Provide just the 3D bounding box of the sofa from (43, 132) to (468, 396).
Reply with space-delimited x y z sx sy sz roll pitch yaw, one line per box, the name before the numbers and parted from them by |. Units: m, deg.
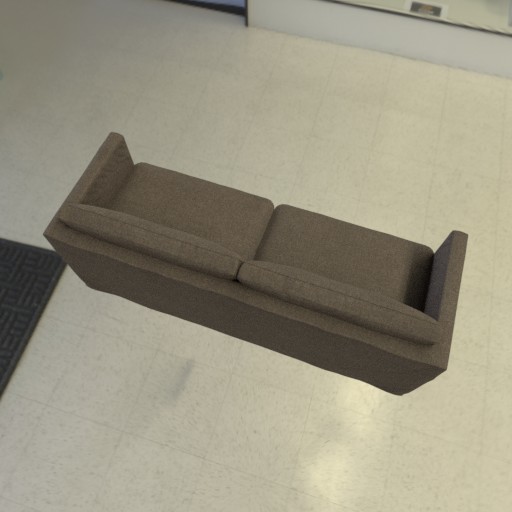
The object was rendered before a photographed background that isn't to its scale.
sofa | 0.000 0.000 3.322 2.779 0.998 1.036 18 64 9
